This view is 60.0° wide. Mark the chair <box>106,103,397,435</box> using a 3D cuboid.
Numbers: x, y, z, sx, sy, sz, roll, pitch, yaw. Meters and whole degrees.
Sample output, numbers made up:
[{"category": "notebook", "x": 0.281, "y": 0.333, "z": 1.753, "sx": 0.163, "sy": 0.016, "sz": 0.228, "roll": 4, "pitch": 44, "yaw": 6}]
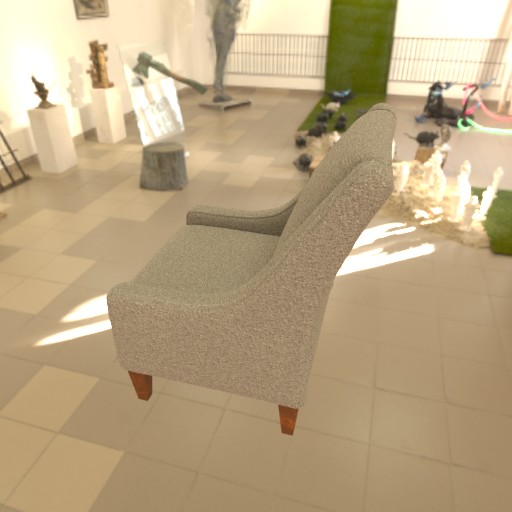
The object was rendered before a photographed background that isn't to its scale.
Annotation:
[{"category": "chair", "x": 0.000, "y": 0.000, "z": 1.664, "sx": 0.870, "sy": 1.016, "sz": 0.774, "roll": 8, "pitch": 32, "yaw": 14}]
